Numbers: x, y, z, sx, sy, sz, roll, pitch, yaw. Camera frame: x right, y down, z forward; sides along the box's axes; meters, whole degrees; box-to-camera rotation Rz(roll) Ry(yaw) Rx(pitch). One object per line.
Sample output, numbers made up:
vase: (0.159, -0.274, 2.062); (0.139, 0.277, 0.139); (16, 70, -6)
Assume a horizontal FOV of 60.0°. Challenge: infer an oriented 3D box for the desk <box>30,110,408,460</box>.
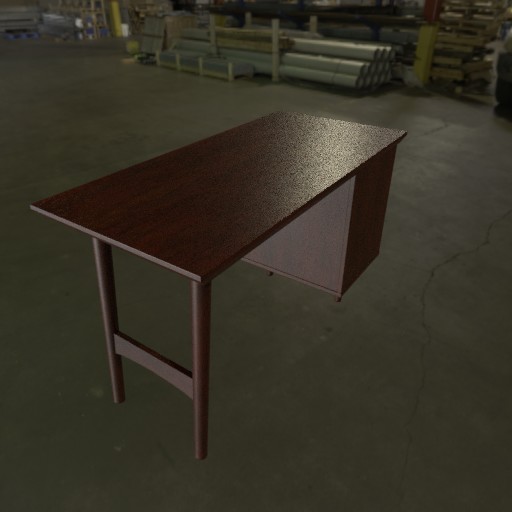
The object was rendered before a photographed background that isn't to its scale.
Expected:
desk: (0.000, 0.000, 1.701); (0.612, 0.758, 1.277); (20, 37, 29)
